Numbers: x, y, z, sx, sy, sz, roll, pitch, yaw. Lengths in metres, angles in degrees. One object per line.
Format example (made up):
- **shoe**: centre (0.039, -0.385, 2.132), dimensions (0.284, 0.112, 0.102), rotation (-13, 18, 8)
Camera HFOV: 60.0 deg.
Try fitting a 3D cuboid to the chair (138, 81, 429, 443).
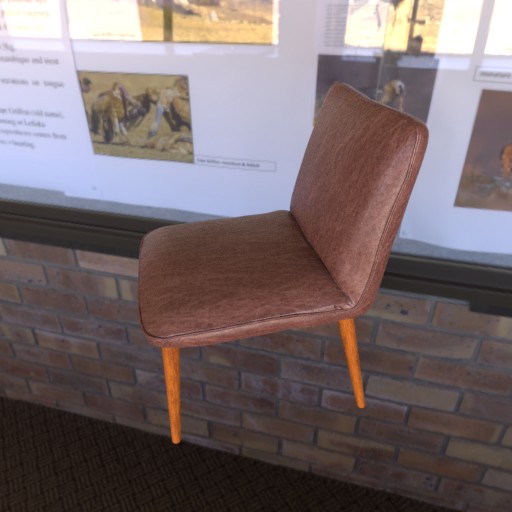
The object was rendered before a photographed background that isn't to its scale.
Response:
- **chair**: centre (0.000, 0.000, 1.196), dimensions (0.645, 0.803, 0.543), rotation (-9, 32, -14)
